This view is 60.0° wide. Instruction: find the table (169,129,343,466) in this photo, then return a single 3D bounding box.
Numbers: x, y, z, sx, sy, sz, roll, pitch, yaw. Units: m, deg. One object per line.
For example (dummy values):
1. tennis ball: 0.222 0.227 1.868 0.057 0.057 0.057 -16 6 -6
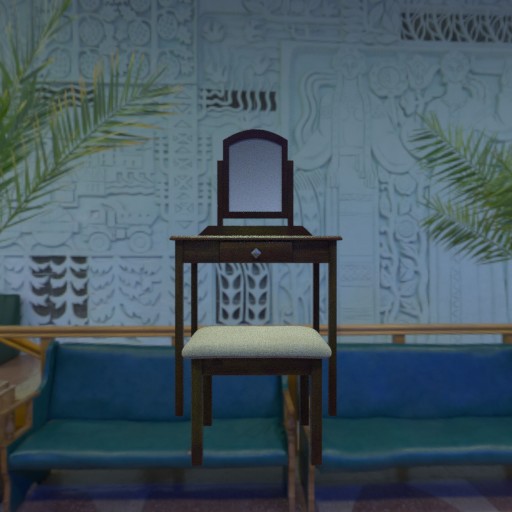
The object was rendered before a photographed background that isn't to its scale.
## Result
1. table: 0.000 0.000 2.302 0.876 1.631 1.211 0 0 0
